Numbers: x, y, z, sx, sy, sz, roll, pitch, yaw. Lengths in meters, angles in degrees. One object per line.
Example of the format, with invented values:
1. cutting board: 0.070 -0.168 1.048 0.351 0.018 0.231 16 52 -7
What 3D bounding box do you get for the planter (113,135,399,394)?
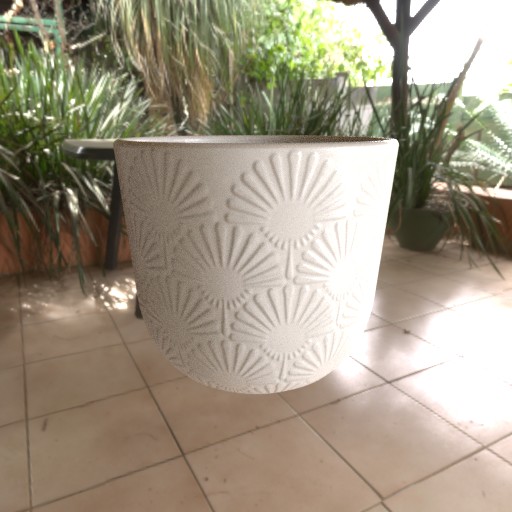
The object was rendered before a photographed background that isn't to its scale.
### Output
1. planter: 0.000 0.000 0.296 0.170 0.152 0.170 0 16 0
